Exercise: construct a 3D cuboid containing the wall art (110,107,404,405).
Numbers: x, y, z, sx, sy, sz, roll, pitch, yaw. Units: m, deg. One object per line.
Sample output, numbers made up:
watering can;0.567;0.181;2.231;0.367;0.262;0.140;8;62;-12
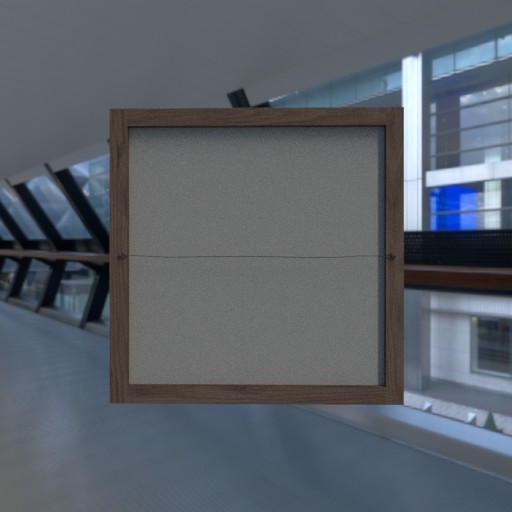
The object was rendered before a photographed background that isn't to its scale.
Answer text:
wall art;0.000;0.000;1.148;0.757;0.762;0.028;0;0;1
